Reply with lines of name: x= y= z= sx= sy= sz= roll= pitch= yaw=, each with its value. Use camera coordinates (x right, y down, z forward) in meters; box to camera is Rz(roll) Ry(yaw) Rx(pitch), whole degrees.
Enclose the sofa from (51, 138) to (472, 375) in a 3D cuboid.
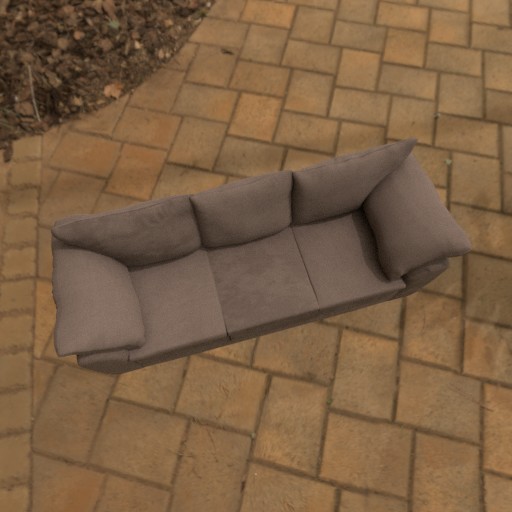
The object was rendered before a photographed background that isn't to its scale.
sofa: x=0.000 y=0.000 z=2.836 sx=2.377 sy=0.981 sz=0.893 roll=-14 pitch=65 yaw=-7
